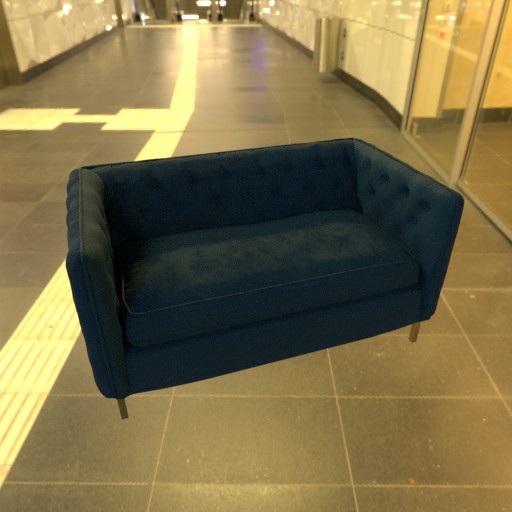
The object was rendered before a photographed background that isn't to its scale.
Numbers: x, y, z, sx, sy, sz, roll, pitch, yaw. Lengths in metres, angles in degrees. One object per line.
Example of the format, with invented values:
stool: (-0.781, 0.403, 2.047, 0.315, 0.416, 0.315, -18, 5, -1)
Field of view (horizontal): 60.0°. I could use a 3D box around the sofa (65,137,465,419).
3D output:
sofa: (0.000, 0.000, 2.133, 1.583, 0.810, 0.909, -10, 33, -16)
